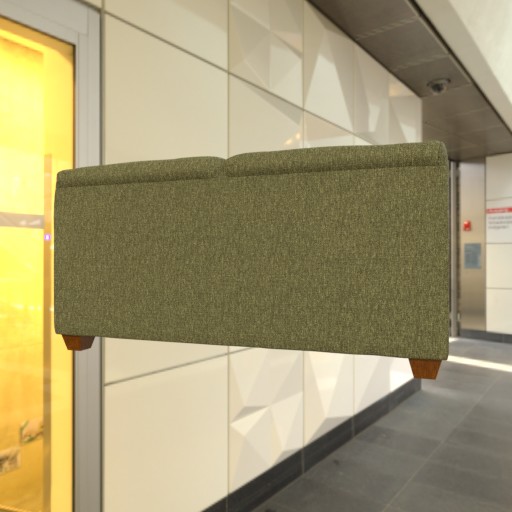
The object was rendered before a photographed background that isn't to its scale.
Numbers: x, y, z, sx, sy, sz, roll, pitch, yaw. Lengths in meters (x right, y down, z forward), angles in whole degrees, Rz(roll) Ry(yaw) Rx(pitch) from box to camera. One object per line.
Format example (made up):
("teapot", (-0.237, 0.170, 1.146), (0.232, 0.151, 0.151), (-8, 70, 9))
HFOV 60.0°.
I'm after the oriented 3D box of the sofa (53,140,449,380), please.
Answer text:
("sofa", (0.000, 0.000, 2.394), (1.846, 0.958, 0.998), (0, 0, 18))
